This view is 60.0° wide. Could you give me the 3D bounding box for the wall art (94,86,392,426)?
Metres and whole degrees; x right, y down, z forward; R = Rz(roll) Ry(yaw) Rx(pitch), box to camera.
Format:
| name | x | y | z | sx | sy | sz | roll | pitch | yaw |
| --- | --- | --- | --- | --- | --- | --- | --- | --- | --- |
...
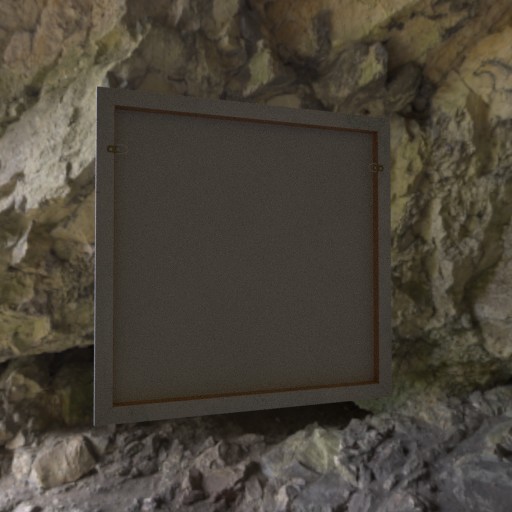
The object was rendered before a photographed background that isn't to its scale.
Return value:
| name | x | y | z | sx | sy | sz | roll | pitch | yaw |
| --- | --- | --- | --- | --- | --- | --- | --- | --- | --- |
| wall art | 0.000 | 0.000 | 1.118 | 0.762 | 0.762 | 0.041 | 0 | -1 | -17 |
